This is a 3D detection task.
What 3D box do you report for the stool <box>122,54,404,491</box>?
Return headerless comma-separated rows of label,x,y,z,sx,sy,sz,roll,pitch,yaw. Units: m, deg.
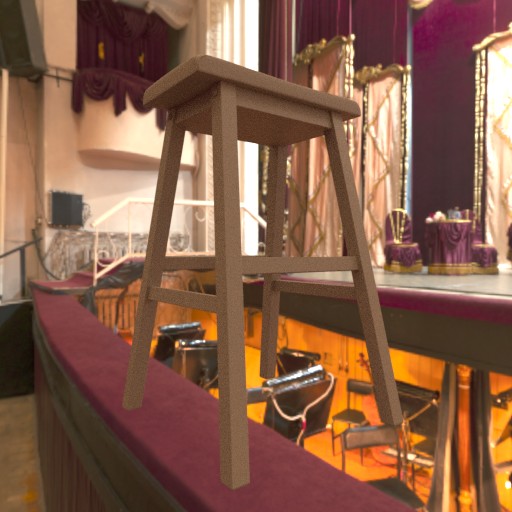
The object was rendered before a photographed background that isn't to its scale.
stool,0.000,0.000,1.024,0.457,0.737,0.476,-1,1,-37
